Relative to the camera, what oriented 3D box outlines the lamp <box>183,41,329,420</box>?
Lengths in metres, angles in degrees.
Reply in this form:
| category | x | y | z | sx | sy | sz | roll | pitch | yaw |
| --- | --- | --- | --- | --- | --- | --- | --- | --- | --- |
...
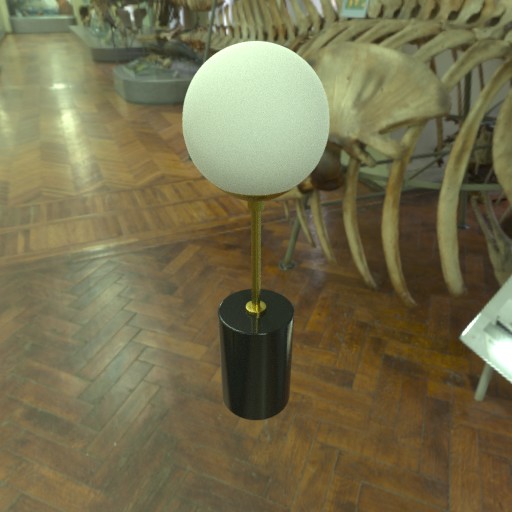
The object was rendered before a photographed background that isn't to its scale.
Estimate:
| category | x | y | z | sx | sy | sz | roll | pitch | yaw |
| --- | --- | --- | --- | --- | --- | --- | --- | --- | --- |
| lamp | 0.000 | 0.000 | 0.549 | 0.153 | 0.480 | 0.153 | 0 | 30 | 0 |
